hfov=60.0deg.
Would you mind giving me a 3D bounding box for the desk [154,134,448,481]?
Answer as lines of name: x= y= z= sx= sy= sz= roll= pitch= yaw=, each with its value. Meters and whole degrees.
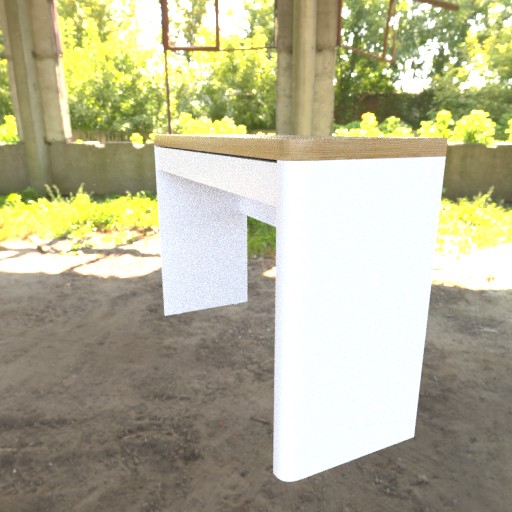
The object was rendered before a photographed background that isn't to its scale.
desk: x=0.000 y=0.000 z=1.451 sx=0.390 sy=0.760 sz=1.100 roll=-7 pitch=17 yaw=-24
